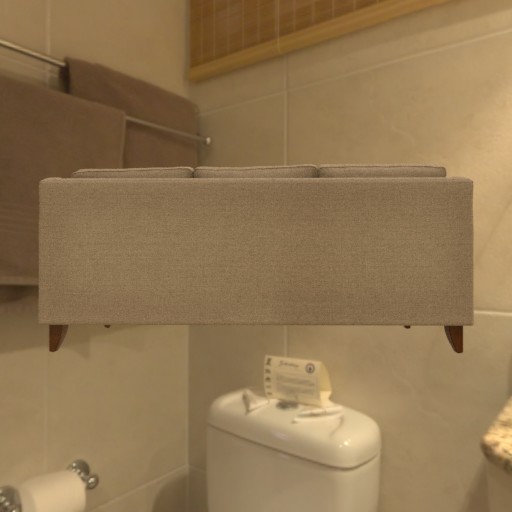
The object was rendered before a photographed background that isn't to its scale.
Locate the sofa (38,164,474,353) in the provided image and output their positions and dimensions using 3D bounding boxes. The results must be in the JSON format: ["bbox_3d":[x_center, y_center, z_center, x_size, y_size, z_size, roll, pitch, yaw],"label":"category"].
[{"bbox_3d":[0.000,0.000,2.469,2.031,0.914,0.865,0,0,1],"label":"sofa"}]
